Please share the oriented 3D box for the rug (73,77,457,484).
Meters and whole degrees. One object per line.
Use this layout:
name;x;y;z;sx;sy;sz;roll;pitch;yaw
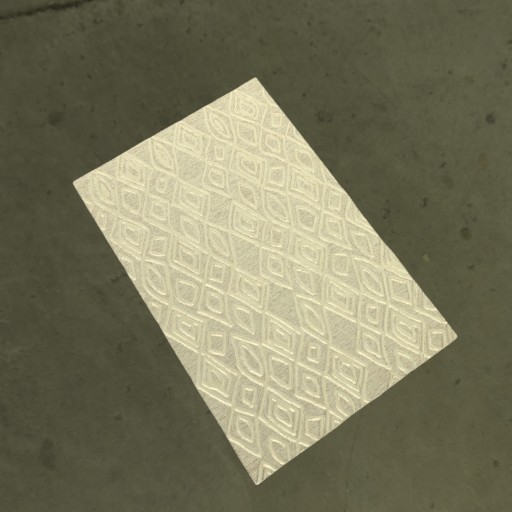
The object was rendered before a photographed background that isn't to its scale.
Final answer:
rug;0.000;0.000;2.335;1.224;0.016;1.832;-33;77;-9
